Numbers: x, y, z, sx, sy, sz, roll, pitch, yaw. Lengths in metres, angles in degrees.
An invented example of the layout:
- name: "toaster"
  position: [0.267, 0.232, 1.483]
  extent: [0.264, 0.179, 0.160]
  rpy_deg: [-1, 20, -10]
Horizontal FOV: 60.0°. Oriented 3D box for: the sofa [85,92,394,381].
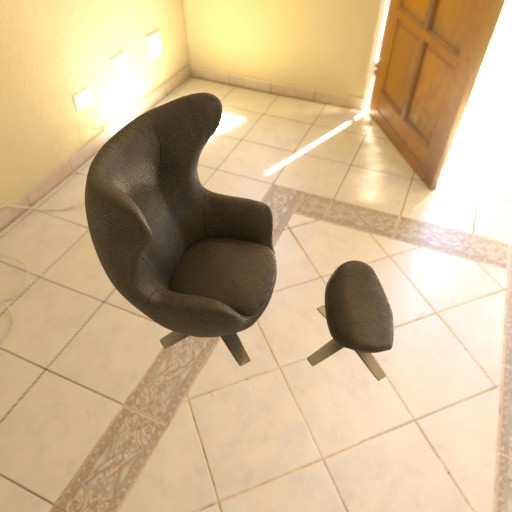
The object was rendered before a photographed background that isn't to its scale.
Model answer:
- name: "sofa"
  position: [0.000, 0.000, 2.079]
  extent: [1.444, 1.135, 0.894]
  rpy_deg: [10, 47, 10]
